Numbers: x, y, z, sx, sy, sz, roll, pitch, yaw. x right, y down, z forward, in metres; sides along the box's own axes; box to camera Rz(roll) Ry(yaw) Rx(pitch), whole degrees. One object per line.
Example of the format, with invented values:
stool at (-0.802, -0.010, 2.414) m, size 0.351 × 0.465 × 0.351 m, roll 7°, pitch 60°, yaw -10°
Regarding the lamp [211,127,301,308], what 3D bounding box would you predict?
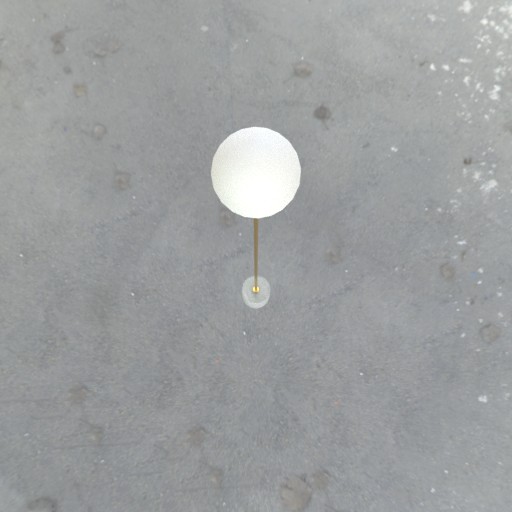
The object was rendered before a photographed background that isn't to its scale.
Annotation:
lamp at (0.000, 0.000, 1.843) m, size 0.224 × 1.753 × 0.224 m, roll -2°, pitch 74°, yaw -1°
